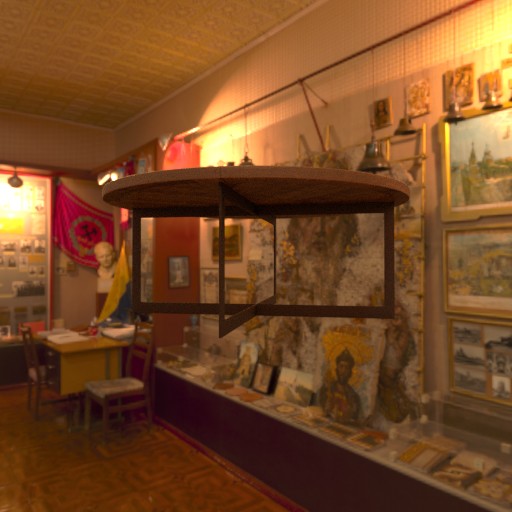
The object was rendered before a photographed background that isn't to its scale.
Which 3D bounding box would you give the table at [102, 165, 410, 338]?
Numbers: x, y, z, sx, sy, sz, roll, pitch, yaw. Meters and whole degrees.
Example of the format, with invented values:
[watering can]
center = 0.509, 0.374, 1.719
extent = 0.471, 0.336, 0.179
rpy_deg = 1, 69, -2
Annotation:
[table]
center = 0.000, 0.000, 1.922
extent = 1.264, 0.516, 1.264
rpy_deg = 0, -1, 0
